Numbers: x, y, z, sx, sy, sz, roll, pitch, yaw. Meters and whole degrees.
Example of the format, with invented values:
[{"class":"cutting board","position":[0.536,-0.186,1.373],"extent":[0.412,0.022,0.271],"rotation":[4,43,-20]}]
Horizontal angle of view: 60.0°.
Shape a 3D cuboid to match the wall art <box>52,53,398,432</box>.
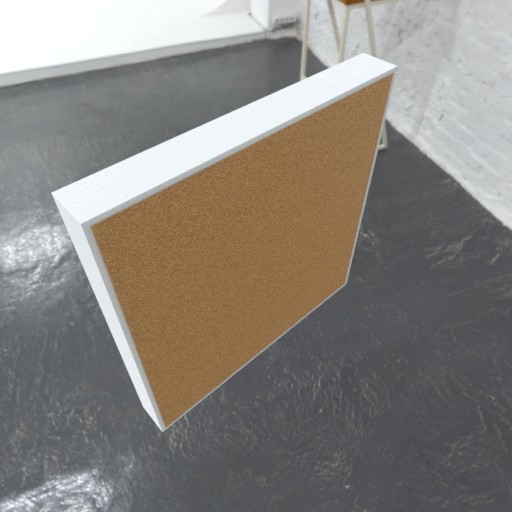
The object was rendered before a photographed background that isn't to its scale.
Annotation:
[{"class":"wall art","position":[0.000,0.000,0.444],"extent":[0.305,0.304,0.038],"rotation":[-34,55,-27]}]
